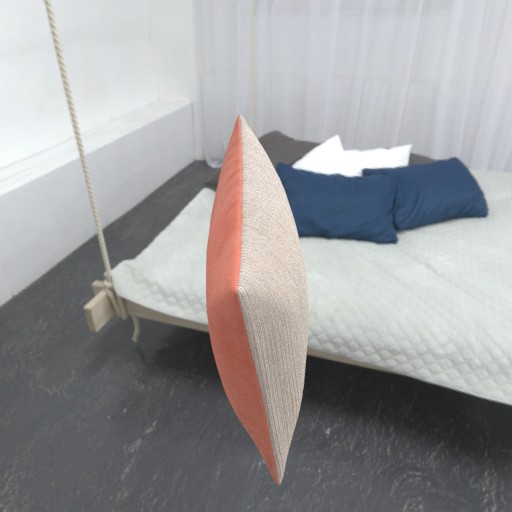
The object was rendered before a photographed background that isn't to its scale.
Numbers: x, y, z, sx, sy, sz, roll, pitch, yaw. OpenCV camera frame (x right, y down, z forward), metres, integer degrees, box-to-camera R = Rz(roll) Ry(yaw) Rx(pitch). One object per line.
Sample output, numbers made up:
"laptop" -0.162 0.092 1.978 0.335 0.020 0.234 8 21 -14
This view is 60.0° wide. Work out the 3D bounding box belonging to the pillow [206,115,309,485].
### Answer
"pillow" 0.000 0.000 0.733 0.155 0.307 0.608 -1 32 -1
